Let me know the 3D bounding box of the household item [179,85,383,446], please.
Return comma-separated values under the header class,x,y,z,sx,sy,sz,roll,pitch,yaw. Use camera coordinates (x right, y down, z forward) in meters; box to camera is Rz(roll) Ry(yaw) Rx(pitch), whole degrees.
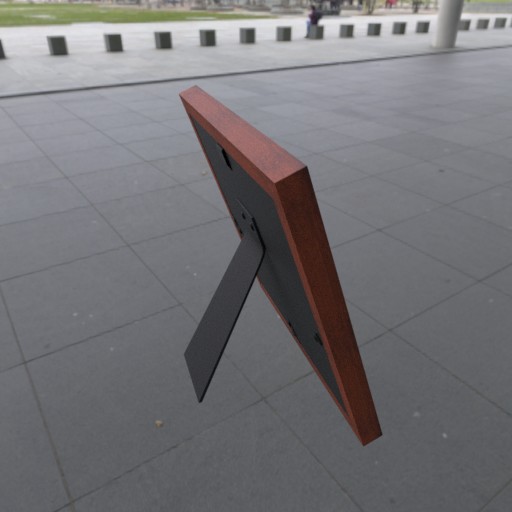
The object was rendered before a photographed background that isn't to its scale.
class,x,y,z,sx,sy,sz,roll,pitch,yaw
household item,0.000,0.000,0.377,0.131,0.240,0.240,-10,32,-17
